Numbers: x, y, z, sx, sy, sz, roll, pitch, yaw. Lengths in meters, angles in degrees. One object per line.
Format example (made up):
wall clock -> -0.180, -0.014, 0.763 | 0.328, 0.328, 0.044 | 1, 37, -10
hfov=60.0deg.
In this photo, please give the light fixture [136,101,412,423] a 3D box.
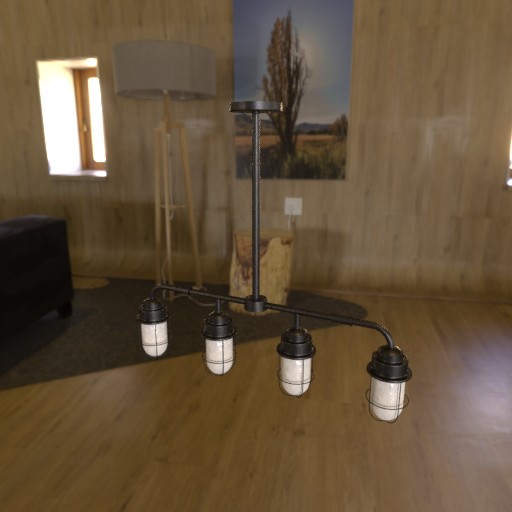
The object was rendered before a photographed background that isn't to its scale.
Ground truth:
light fixture -> 0.000, 0.000, 1.201 | 0.852, 0.785, 0.131 | 8, 17, 26
